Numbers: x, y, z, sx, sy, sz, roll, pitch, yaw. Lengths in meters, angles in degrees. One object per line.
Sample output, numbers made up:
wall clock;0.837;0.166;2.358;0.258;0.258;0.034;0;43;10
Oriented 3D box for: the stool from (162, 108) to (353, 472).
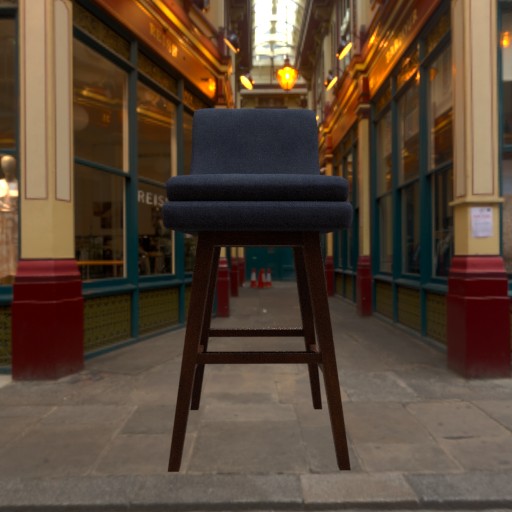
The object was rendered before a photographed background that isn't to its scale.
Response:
stool;0.000;0.000;1.371;0.489;1.068;0.572;0;1;-1
